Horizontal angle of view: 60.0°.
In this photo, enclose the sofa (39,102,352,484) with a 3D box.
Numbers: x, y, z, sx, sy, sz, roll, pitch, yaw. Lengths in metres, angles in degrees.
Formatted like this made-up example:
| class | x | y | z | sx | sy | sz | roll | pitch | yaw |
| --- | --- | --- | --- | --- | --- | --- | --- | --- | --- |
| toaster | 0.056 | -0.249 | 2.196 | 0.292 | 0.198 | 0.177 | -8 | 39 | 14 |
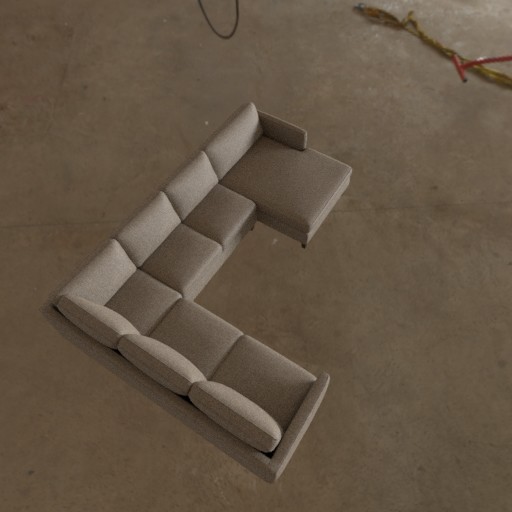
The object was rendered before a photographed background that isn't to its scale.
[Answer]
| class | x | y | z | sx | sy | sz | roll | pitch | yaw |
| --- | --- | --- | --- | --- | --- | --- | --- | --- | --- |
| sofa | 0.000 | 0.000 | 4.588 | 2.551 | 0.889 | 3.403 | 28 | 61 | 17 |
